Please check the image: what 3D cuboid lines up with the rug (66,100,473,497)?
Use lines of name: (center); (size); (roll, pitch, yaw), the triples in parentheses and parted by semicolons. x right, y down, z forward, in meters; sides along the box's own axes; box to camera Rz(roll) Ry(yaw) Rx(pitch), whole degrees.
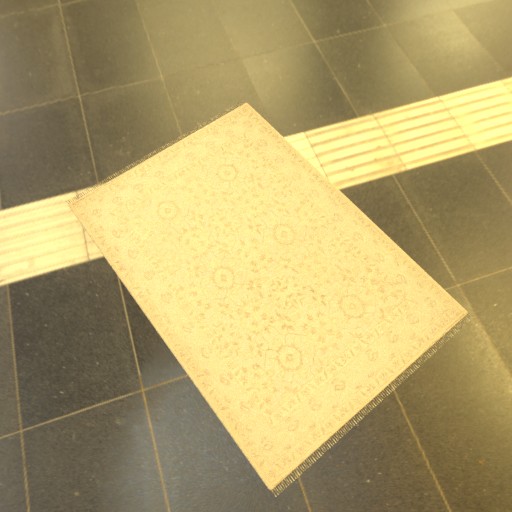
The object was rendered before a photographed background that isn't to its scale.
rug: (0.000, 0.000, 2.804); (1.514, 0.011, 2.233); (-35, 68, -16)
